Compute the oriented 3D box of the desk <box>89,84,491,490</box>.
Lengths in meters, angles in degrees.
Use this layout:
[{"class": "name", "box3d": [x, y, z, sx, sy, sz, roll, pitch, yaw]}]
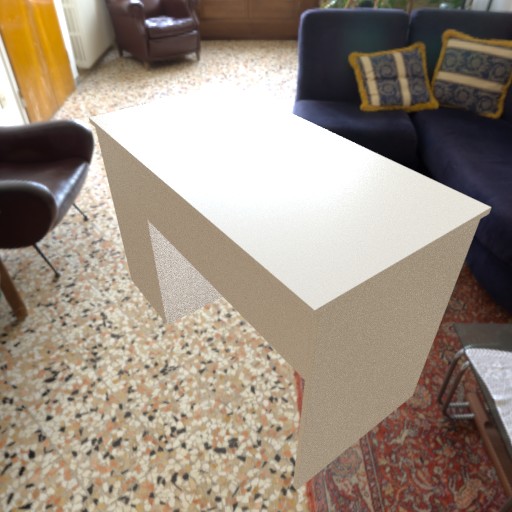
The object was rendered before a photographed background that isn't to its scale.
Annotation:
[{"class": "desk", "box3d": [0.000, 0.000, 1.482, 0.560, 0.735, 1.097, -25, 45, -28]}]
